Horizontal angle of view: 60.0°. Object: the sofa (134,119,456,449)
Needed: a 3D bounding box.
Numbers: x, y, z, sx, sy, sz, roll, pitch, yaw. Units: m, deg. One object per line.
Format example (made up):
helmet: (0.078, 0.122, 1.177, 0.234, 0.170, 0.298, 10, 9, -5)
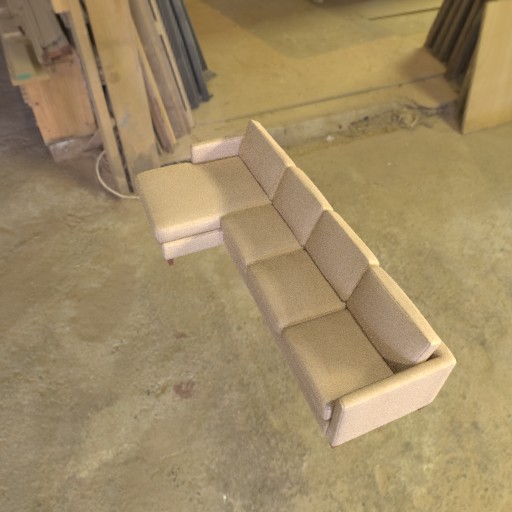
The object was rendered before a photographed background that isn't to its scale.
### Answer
sofa: (0.000, 0.000, 3.814, 1.502, 0.876, 3.201, -16, 47, -16)
